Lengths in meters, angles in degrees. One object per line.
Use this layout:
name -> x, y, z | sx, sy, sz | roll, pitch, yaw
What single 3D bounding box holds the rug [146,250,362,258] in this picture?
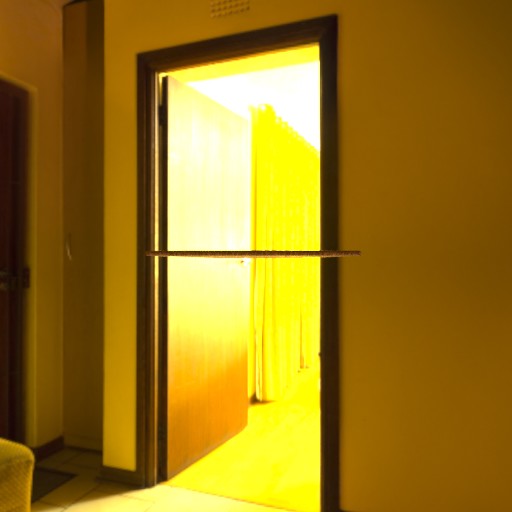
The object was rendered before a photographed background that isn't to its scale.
rug -> 0.000, 0.000, 2.484 | 0.659, 0.019, 2.297 | 0, -1, 0
